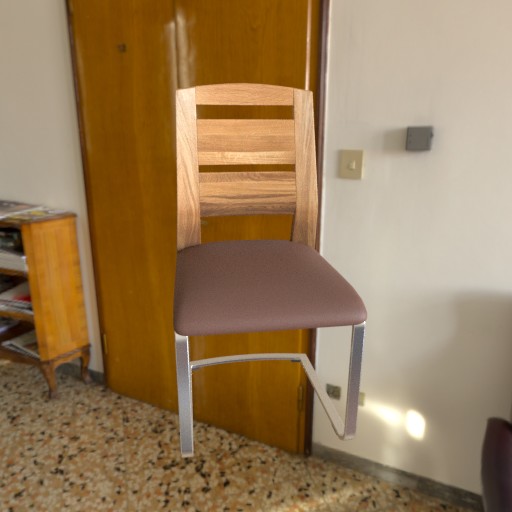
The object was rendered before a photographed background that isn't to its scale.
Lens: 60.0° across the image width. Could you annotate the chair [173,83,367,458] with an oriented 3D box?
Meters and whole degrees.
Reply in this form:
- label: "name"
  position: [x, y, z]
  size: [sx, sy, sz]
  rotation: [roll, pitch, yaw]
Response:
- label: "chair"
  position: [0.000, 0.000, 1.265]
  size: [0.460, 0.970, 0.570]
  rotation: [-2, 16, -8]
